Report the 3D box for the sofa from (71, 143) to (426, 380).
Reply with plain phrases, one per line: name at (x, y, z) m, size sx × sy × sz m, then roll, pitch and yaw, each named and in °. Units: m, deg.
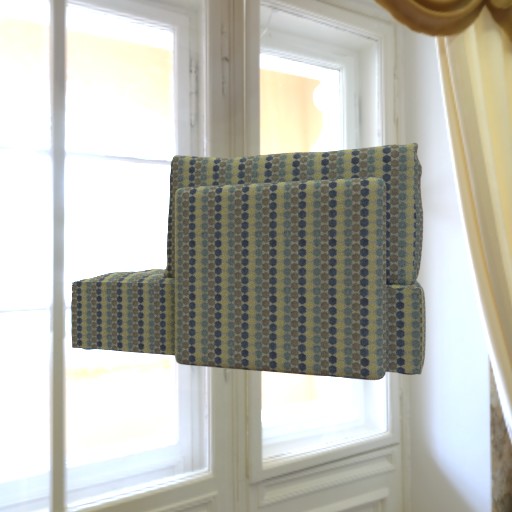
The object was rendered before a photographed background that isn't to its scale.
sofa at (0.000, 0.000, 2.070) m, size 1.450 × 0.820 × 1.000 m, roll 0°, pitch 0°, yaw 18°
